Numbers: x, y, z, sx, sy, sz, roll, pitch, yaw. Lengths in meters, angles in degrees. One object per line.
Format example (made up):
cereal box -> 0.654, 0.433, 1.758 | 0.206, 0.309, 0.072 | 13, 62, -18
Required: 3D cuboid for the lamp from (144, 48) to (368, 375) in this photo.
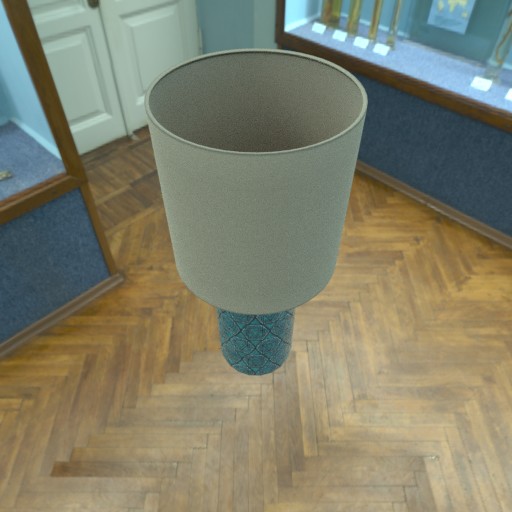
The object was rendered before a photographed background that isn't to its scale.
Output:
lamp -> 0.000, 0.000, 0.775 | 0.278, 0.597, 0.278 | -34, 55, -28
